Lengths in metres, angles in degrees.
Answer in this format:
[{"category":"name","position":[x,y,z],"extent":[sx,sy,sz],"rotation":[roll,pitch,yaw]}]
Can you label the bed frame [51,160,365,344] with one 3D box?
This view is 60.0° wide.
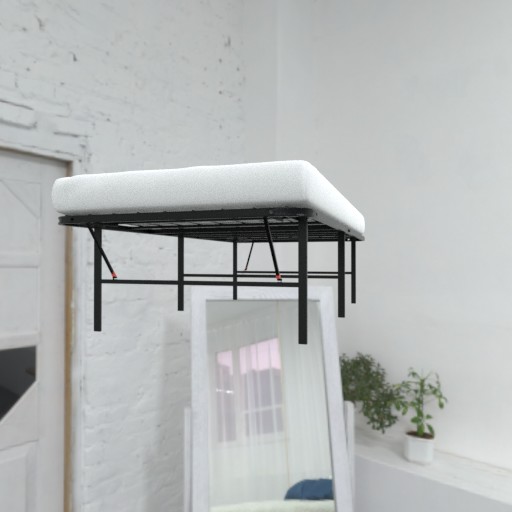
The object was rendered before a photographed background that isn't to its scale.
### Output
[{"category":"bed frame","position":[0.000,0.000,2.371],"extent":[0.989,0.619,1.903],"rotation":[0,-1,19]}]
